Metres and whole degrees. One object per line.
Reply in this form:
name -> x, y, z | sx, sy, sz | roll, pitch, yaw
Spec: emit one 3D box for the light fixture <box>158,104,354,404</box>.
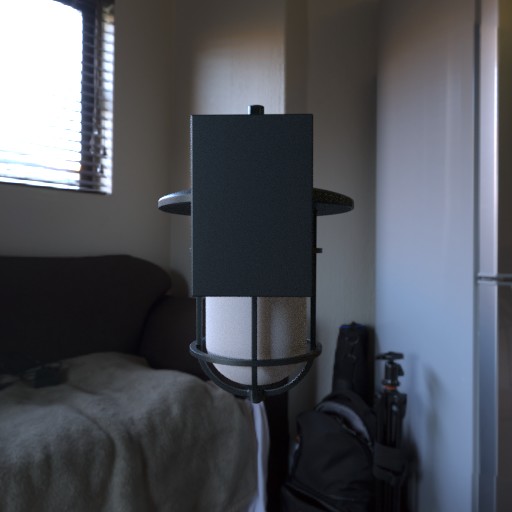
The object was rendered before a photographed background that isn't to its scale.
light fixture -> 0.000, 0.000, 0.505 | 0.222, 0.345, 0.252 | 0, 1, 2
